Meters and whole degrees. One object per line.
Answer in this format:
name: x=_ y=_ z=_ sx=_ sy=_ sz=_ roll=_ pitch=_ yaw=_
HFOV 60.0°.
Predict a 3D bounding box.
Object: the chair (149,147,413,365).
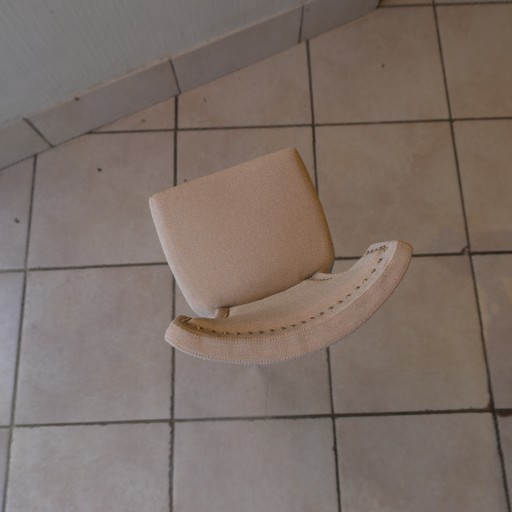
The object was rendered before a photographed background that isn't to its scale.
chair: x=0.000 y=0.000 z=1.335 sx=0.526 sy=0.950 sz=0.630 roll=-20 pitch=77 yaw=-5
